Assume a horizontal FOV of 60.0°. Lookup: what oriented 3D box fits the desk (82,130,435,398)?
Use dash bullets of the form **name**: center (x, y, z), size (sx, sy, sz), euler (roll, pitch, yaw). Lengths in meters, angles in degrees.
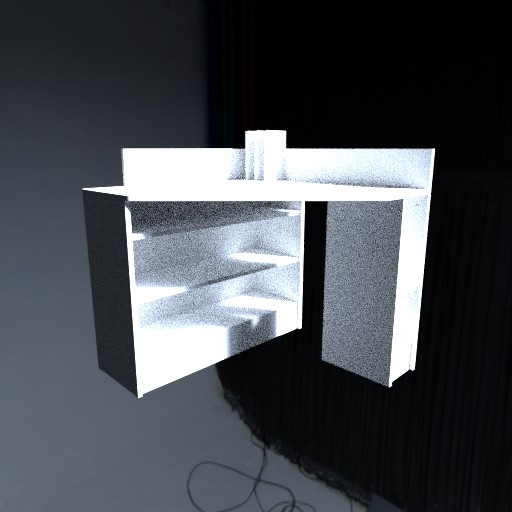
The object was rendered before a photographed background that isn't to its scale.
- **desk**: center (0.000, 0.000, 1.751), size (0.940, 0.986, 0.940), euler (-13, 19, -43)
